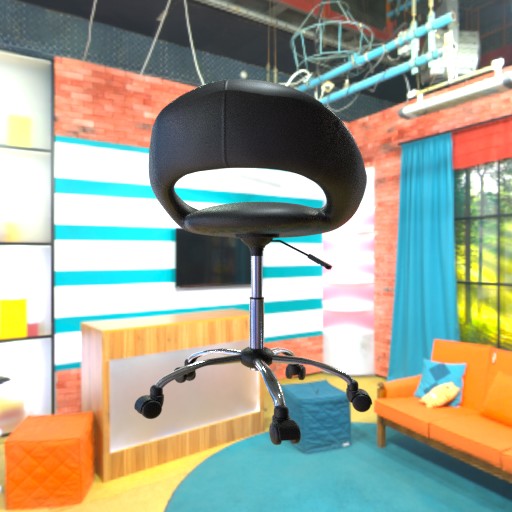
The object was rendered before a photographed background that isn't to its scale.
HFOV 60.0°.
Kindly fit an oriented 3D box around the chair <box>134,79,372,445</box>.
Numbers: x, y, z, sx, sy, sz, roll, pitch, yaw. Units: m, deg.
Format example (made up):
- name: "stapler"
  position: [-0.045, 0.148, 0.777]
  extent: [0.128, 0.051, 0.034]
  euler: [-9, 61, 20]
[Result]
- name: "chair"
  position: [0.000, 0.000, 1.206]
  extent: [0.612, 0.791, 0.538]
  euler: [0, 0, 17]
